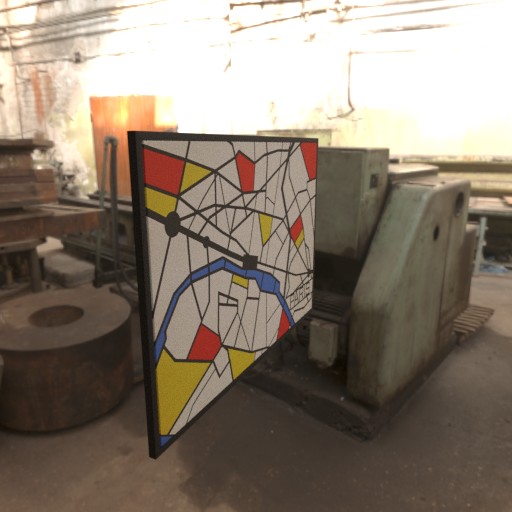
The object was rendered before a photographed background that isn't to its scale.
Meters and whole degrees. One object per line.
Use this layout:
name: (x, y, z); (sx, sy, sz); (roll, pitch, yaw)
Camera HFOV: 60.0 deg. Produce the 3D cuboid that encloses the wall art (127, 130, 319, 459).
wall art: (0.000, 0.000, 0.876); (0.013, 0.458, 0.664); (7, 16, 26)
